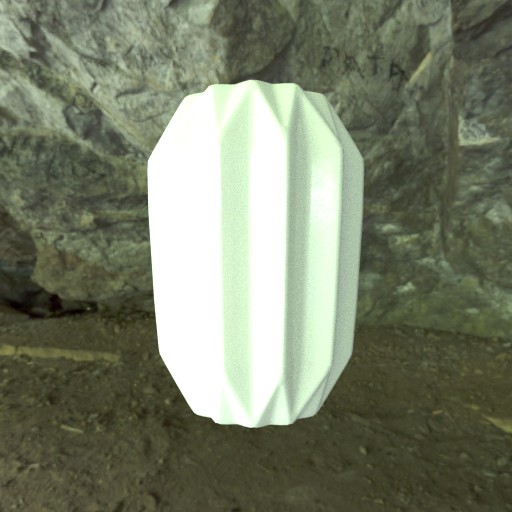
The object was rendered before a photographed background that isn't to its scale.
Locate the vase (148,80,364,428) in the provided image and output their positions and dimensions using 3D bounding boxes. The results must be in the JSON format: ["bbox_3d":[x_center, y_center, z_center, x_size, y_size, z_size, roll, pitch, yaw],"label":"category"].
[{"bbox_3d":[0.000,0.000,0.410,0.195,0.275,0.195,0,0,0],"label":"vase"}]
